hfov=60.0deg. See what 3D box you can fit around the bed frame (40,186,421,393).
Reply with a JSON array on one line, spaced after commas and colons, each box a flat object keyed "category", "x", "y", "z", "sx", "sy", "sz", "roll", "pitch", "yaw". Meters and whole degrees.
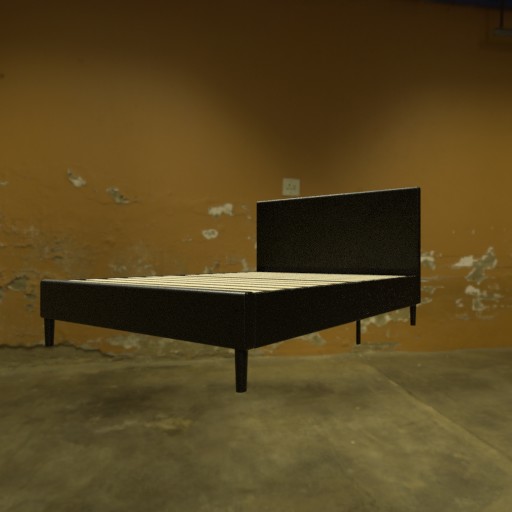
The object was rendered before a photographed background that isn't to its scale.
[{"category": "bed frame", "x": 0.000, "y": 0.000, "z": 3.195, "sx": 1.634, "sy": 1.127, "sz": 2.318, "roll": 0, "pitch": 0, "yaw": 37}]
